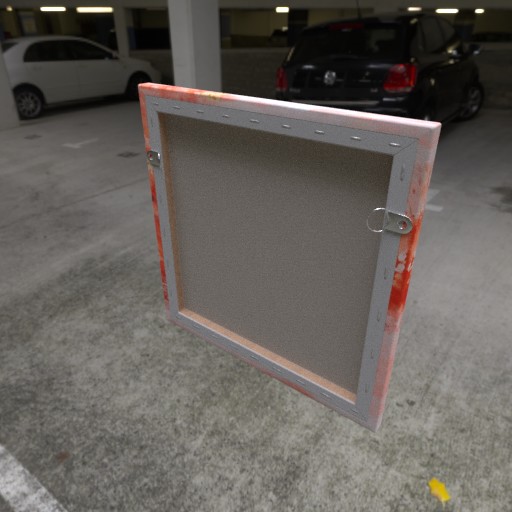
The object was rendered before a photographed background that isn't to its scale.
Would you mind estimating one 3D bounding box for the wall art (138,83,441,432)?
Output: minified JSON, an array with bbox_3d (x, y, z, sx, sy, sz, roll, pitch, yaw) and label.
[{"bbox_3d":[0.000,0.000,1.110,0.747,0.746,0.064,21,35,32],"label":"wall art"}]
